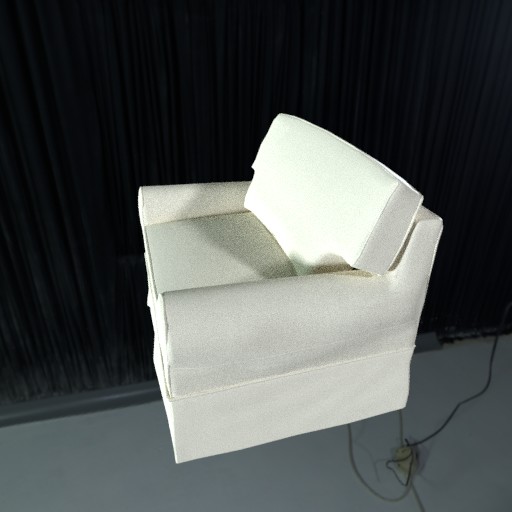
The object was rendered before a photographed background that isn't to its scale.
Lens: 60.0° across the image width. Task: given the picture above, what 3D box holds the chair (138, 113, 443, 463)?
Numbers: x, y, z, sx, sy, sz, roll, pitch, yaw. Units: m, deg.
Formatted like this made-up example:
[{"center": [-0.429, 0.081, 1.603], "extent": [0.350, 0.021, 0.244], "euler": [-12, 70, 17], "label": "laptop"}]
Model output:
[{"center": [0.000, 0.000, 1.781], "extent": [0.904, 0.958, 1.099], "euler": [-8, 30, -14], "label": "chair"}]
